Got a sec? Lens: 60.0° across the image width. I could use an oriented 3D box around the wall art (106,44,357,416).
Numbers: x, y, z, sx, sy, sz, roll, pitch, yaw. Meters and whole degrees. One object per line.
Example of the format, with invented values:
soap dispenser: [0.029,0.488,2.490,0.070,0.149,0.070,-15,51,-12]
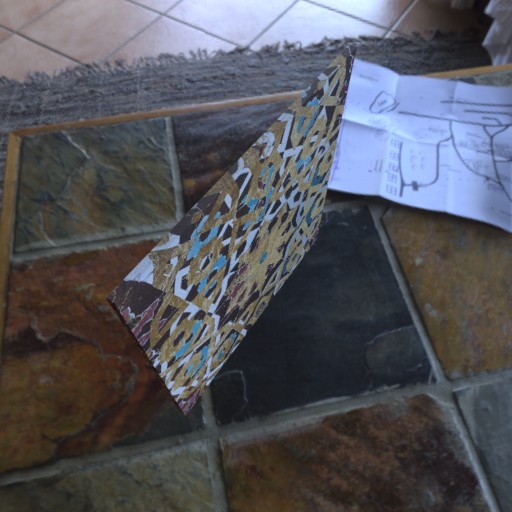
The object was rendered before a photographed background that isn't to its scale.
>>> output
wall art: [0.000,0.000,0.608,0.010,0.406,0.404,30,63,17]
